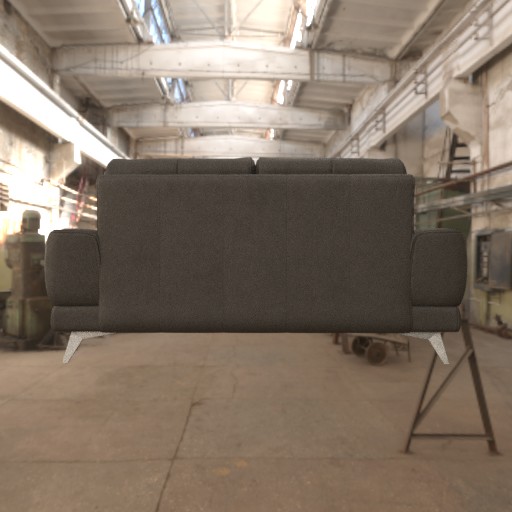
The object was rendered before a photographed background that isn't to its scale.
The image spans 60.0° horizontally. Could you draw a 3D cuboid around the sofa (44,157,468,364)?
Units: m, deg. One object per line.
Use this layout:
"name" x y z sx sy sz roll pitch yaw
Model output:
"sofa" 0.000 0.000 2.338 1.806 0.907 1.018 0 0 0
